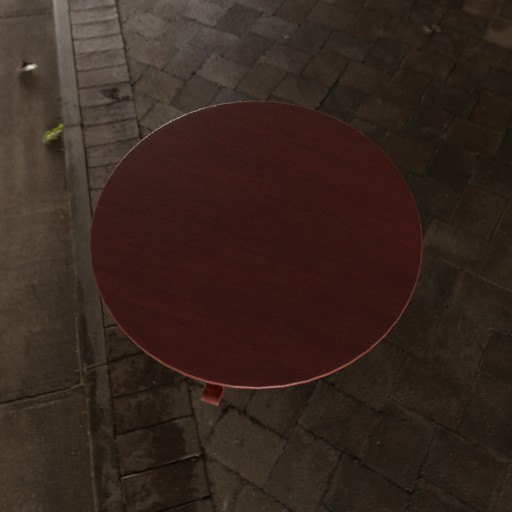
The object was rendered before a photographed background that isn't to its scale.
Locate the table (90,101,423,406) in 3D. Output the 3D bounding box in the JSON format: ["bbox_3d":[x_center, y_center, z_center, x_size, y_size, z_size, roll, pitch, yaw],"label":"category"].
[{"bbox_3d":[0.000,0.000,1.595,1.029,0.486,1.029,0,63,0],"label":"table"}]
